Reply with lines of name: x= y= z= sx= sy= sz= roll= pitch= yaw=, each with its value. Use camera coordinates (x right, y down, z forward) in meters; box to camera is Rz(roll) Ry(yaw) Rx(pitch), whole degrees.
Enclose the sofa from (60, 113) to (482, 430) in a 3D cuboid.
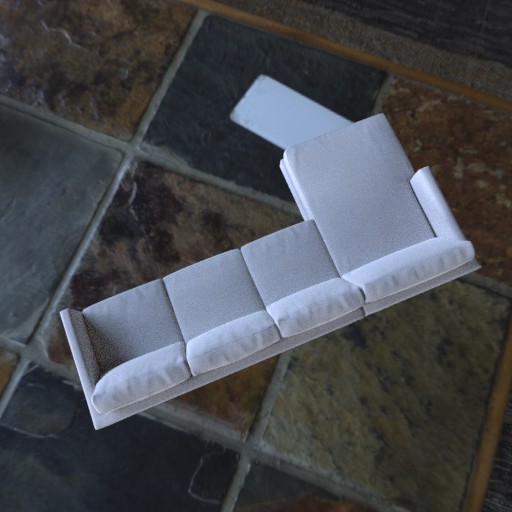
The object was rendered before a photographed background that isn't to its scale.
sofa: x=0.000 y=0.000 z=3.728 sx=3.186 sy=0.861 sz=1.625 roll=-22 pitch=78 yaw=-5
